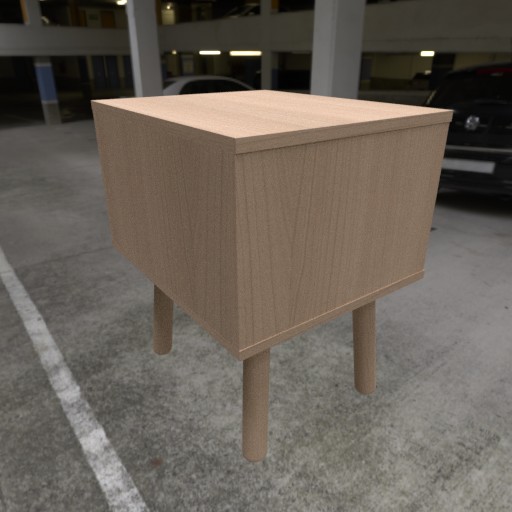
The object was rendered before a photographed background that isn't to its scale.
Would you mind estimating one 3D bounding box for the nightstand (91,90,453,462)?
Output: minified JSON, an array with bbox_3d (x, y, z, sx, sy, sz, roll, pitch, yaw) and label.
[{"bbox_3d":[0.000,0.000,0.817,0.380,0.530,0.450,-17,30,-32],"label":"nightstand"}]
